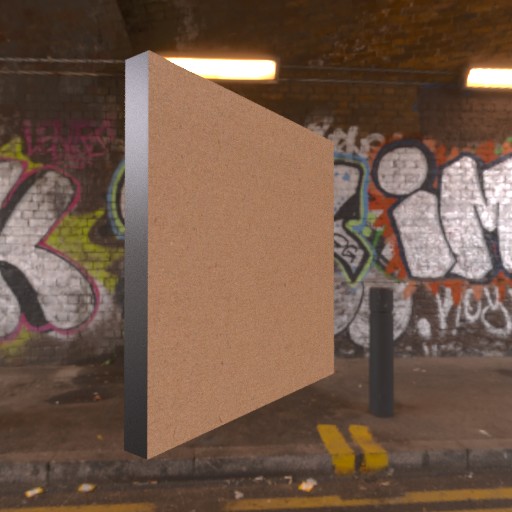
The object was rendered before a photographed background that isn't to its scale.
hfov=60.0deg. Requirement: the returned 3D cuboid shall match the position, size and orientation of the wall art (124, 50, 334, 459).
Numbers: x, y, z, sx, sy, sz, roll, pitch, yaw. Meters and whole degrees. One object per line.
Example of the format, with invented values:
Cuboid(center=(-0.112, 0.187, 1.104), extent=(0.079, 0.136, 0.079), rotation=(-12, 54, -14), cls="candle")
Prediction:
Cuboid(center=(0.000, 0.000, 0.485), extent=(0.029, 0.318, 0.327), rotation=(-1, -1, 36), cls="wall art")
